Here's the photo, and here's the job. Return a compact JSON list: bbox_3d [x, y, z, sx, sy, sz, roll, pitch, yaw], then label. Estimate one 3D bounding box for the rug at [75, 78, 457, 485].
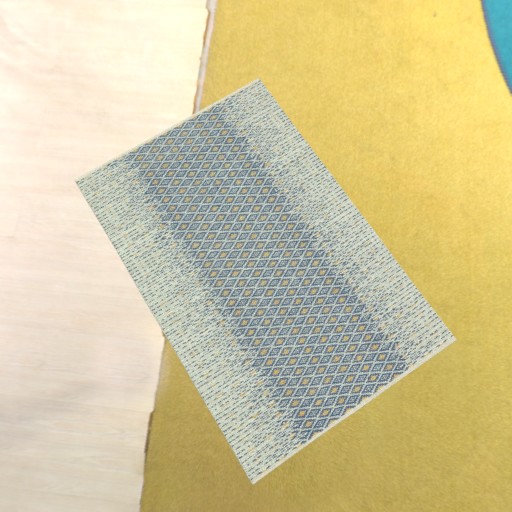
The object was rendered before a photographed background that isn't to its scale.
[{"bbox_3d":[0.000,0.000,2.341,1.219,0.005,1.828,-32,77,-8],"label":"rug"}]
